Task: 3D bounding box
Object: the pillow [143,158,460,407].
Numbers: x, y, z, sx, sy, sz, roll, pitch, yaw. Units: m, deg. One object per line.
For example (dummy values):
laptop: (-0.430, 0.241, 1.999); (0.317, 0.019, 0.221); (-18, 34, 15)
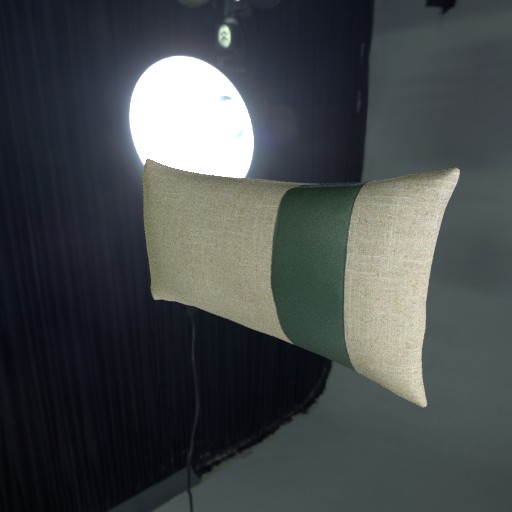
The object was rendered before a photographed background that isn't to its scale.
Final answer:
pillow: (0.000, 0.000, 1.023); (0.859, 0.429, 0.197); (12, 18, 41)
